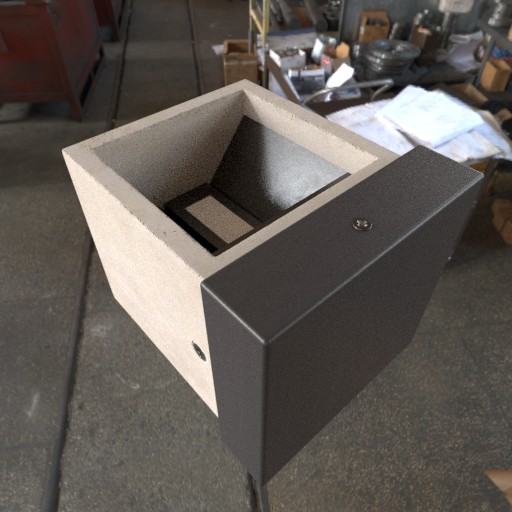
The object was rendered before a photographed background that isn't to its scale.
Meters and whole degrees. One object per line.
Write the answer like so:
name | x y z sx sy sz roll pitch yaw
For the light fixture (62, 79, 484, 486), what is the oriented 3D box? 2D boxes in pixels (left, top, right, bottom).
light fixture | 0.000 0.000 0.230 0.121 0.121 0.143 -33 54 -28
